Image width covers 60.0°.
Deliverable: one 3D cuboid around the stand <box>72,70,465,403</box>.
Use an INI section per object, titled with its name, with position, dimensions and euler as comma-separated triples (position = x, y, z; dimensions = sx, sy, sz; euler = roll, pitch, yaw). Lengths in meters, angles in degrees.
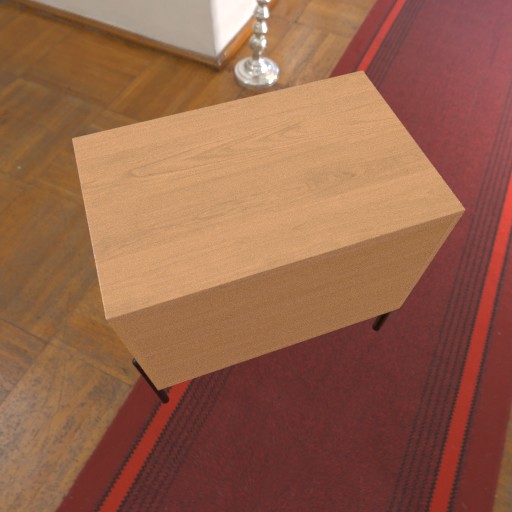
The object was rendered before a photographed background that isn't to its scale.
[stand]
position = 0.000, 0.000, 1.023
dimensions = 0.630, 0.600, 0.400
euler = -17, 60, -10
